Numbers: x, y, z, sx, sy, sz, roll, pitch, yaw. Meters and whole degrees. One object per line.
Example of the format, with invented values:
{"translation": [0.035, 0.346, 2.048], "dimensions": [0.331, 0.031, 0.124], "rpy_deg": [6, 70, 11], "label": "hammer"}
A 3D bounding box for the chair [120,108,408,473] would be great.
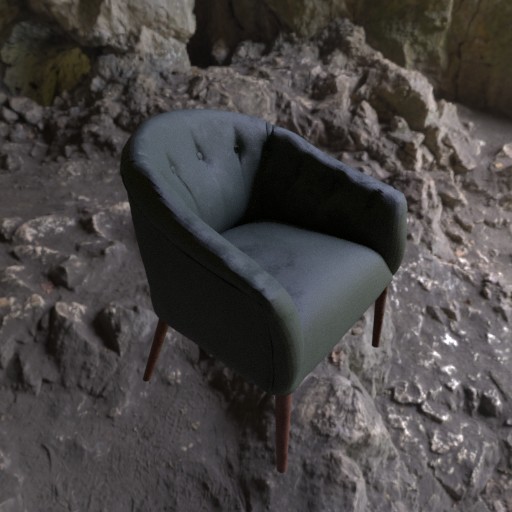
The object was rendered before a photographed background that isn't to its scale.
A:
{"translation": [0.000, 0.000, 1.498], "dimensions": [0.776, 0.885, 0.851], "rpy_deg": [18, 32, 31], "label": "chair"}
